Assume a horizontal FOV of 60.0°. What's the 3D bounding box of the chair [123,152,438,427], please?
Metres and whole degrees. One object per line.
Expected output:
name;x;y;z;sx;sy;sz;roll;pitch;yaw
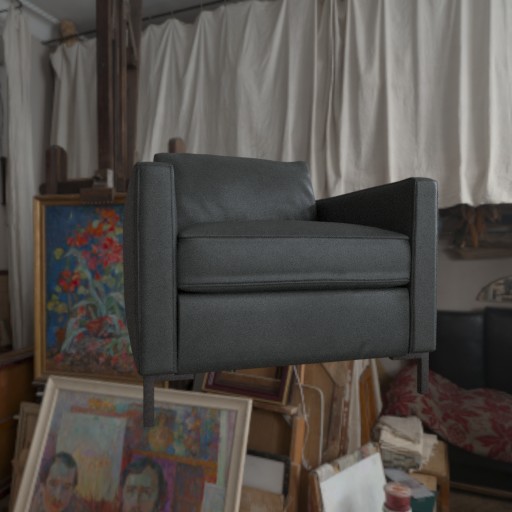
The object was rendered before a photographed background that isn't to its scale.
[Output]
chair;0.000;0.000;1.514;0.967;0.824;0.861;0;1;-18
